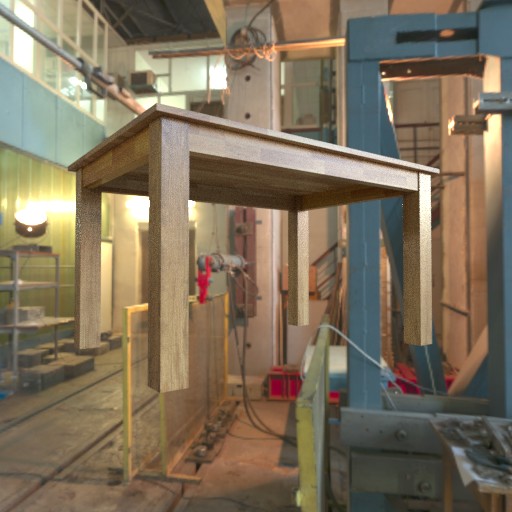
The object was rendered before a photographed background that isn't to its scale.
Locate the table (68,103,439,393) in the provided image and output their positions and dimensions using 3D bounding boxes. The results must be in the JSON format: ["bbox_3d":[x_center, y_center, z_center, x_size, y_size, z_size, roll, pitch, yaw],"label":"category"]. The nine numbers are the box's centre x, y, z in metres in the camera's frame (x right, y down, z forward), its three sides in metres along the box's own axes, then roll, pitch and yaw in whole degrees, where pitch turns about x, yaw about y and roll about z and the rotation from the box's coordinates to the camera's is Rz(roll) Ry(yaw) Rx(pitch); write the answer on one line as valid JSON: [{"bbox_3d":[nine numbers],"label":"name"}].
[{"bbox_3d":[0.000,0.000,1.875,1.300,0.750,0.900,1,-2,-36],"label":"table"}]
